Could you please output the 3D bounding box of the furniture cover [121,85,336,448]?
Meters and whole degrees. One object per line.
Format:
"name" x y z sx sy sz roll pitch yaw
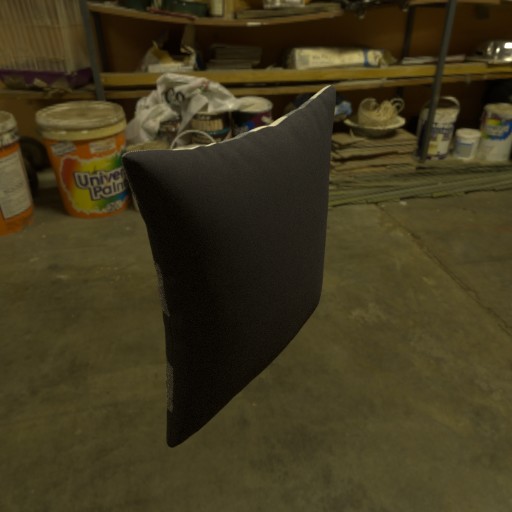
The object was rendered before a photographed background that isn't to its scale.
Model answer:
"furniture cover" 0.000 0.000 0.794 0.161 0.509 0.511 20 36 29
